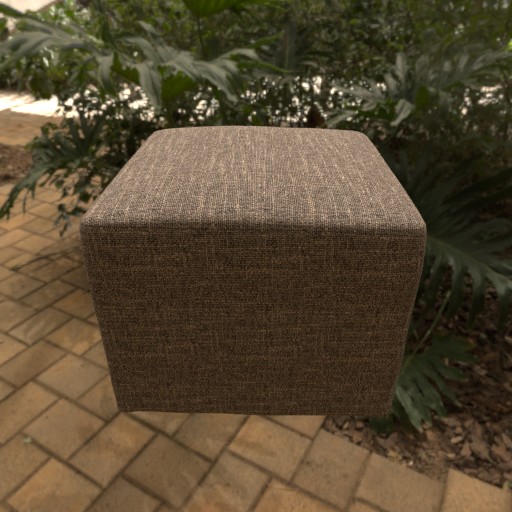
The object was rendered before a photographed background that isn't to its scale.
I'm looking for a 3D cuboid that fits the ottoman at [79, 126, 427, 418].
[{"bbox_3d":[0.000,0.000,0.934,0.512,0.453,0.521,1,31,1],"label":"ottoman"}]
